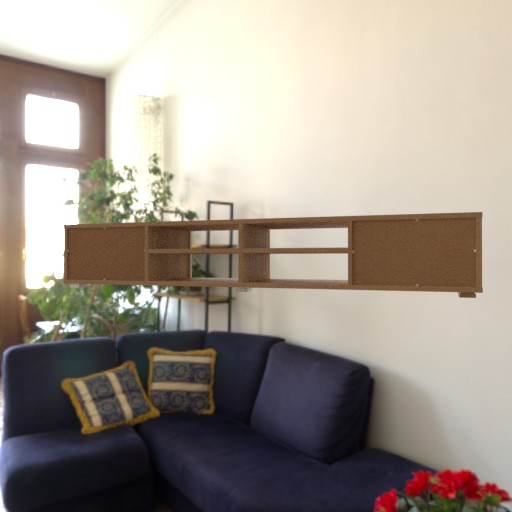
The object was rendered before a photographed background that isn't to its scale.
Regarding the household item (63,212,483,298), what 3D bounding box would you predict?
[{"bbox_3d":[0.000,0.000,2.078,1.850,0.310,0.420,0,0,19],"label":"household item"}]
